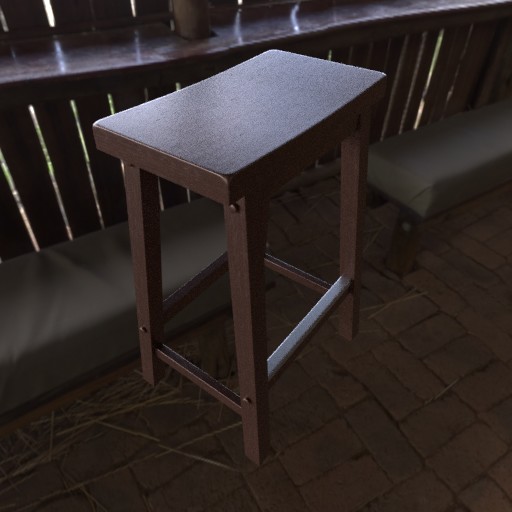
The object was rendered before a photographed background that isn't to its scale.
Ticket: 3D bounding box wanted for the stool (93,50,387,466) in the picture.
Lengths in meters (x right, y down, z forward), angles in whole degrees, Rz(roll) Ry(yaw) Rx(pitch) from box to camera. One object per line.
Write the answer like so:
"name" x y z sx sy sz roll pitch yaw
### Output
"stool" 0.000 0.000 0.838 0.322 0.610 0.406 26 47 27
